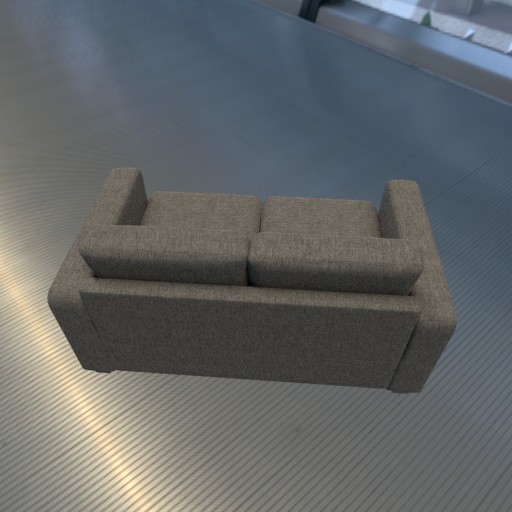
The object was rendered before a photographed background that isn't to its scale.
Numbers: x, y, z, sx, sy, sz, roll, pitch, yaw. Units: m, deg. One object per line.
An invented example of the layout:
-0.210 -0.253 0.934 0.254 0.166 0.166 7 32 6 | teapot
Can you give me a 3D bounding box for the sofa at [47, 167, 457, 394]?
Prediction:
0.000 0.000 2.013 1.520 0.800 0.900 3 46 3 | sofa
